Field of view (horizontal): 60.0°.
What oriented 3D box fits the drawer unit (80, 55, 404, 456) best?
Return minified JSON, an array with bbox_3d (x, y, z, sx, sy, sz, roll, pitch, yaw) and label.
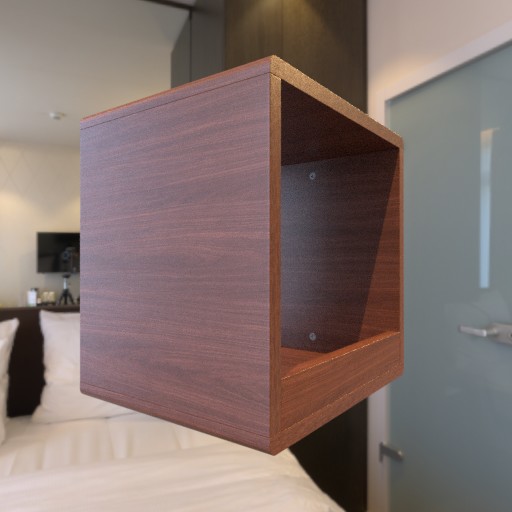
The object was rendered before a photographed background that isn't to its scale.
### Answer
[{"bbox_3d":[0.000,0.000,0.608,0.290,0.351,0.349,0,0,37],"label":"drawer unit"}]
